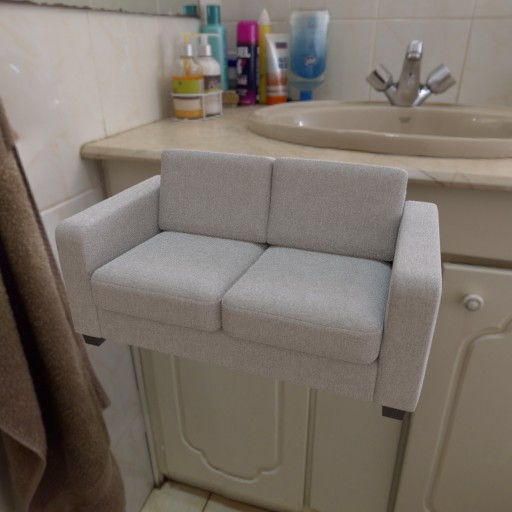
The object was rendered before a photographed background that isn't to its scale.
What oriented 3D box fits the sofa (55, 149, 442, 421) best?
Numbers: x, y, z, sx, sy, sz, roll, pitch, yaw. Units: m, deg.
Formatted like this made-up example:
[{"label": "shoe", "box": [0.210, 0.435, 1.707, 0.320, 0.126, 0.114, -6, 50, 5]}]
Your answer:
[{"label": "sofa", "box": [0.000, 0.000, 2.039, 1.540, 0.800, 0.900, 9, 27, 17]}]
